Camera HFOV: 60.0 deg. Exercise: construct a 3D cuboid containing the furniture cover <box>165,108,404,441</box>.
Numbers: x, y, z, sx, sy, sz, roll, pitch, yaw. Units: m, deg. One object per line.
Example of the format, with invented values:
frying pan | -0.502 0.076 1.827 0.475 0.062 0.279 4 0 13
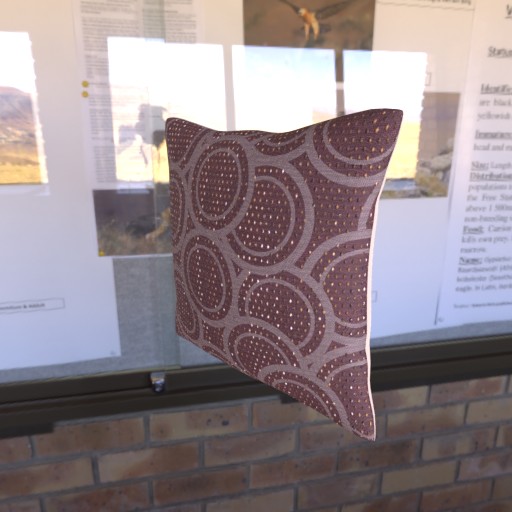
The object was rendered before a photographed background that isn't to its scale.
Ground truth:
furniture cover | 0.000 0.000 0.832 0.193 0.509 0.552 -15 21 -42
